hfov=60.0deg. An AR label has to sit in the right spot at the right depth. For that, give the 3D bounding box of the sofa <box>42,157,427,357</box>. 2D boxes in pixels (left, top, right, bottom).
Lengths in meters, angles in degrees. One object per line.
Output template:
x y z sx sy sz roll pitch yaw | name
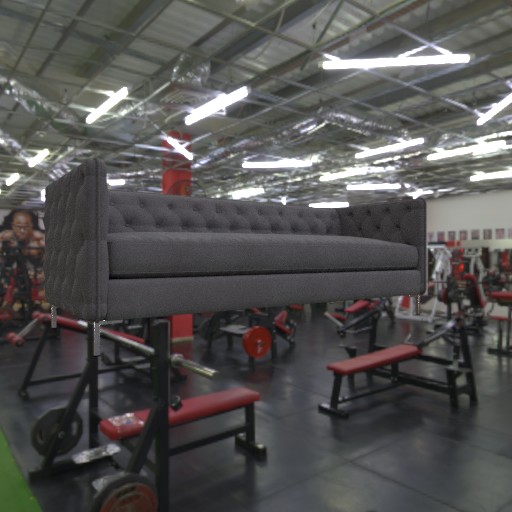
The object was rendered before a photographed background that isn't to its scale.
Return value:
0.000 0.000 2.643 2.209 0.771 0.895 0 0 -35 | sofa
